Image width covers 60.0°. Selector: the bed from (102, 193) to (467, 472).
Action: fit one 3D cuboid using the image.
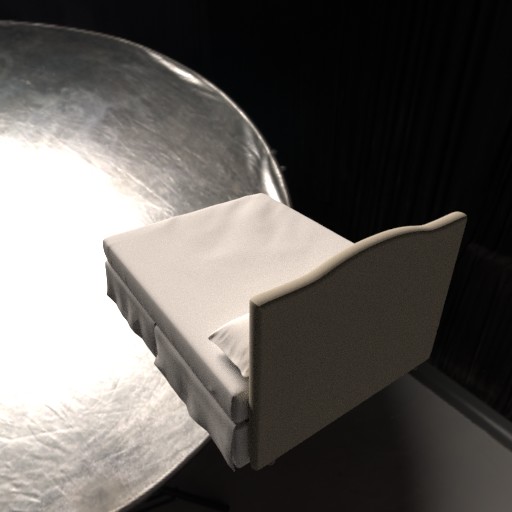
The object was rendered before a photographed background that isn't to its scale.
[{"bbox_3d":[0.000,0.000,3.692,1.977,1.437,2.477,-20,37,-29],"label":"bed"}]
